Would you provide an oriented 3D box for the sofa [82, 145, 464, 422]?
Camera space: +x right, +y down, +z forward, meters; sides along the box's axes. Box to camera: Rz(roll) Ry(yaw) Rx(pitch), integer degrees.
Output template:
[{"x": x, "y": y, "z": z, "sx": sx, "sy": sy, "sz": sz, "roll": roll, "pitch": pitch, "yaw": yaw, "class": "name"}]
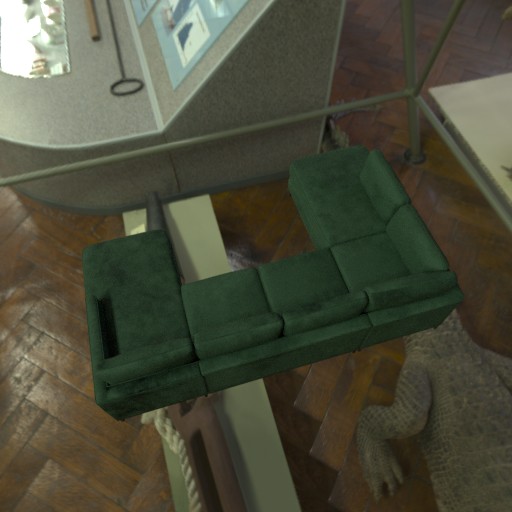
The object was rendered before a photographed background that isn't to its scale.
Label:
[{"x": 0.000, "y": 0.000, "z": 3.986, "sx": 2.994, "sy": 0.861, "sz": 1.992, "roll": -14, "pitch": 59, "yaw": -9, "class": "sofa"}]
